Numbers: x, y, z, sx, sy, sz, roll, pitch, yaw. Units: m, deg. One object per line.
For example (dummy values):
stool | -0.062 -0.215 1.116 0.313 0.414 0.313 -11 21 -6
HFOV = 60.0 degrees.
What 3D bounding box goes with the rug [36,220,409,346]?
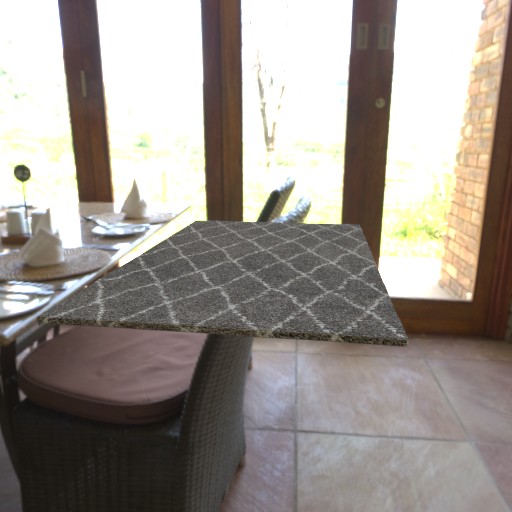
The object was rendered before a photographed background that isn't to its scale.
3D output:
rug | 0.000 0.000 2.925 1.524 0.030 2.438 2 15 8
